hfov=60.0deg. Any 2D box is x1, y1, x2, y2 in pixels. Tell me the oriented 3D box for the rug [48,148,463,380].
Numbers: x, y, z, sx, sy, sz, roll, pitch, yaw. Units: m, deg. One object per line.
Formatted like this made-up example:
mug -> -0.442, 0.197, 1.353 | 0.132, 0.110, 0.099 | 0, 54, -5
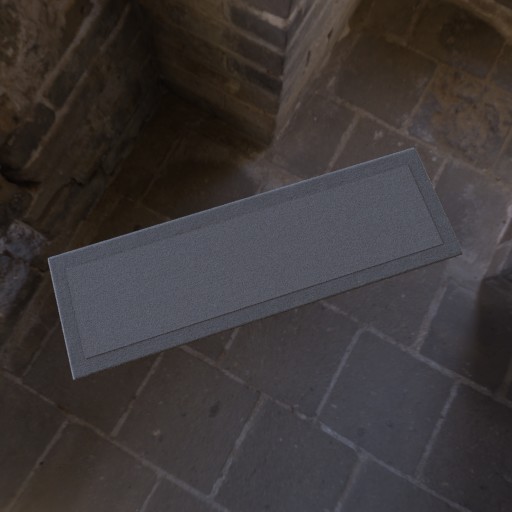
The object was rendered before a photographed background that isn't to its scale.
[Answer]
rug -> 0.000, 0.000, 2.712 | 2.430, 0.012, 0.759 | -17, 76, -4
